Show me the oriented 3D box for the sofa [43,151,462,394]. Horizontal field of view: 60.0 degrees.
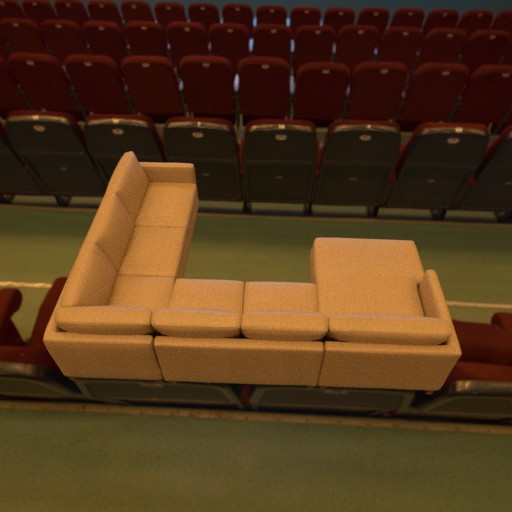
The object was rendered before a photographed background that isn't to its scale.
[{"bbox_3d":[0.000,0.000,4.650,3.460,0.961,2.594,2,46,2],"label":"sofa"}]
